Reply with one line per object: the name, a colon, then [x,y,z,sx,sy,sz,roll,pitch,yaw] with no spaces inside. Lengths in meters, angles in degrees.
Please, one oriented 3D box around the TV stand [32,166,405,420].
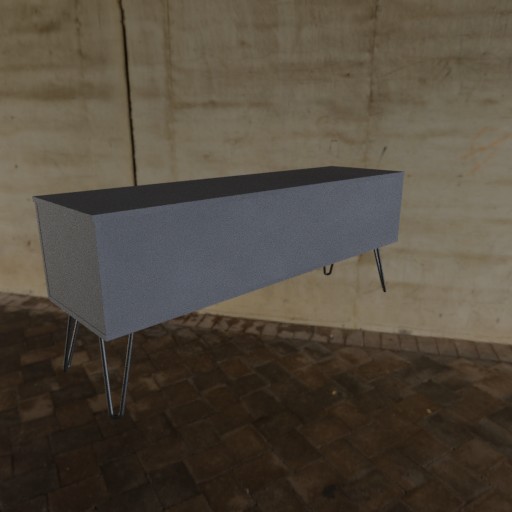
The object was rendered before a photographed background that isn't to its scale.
TV stand: [0.000,0.000,1.669,1.400,0.560,0.400,-15,22,-42]
